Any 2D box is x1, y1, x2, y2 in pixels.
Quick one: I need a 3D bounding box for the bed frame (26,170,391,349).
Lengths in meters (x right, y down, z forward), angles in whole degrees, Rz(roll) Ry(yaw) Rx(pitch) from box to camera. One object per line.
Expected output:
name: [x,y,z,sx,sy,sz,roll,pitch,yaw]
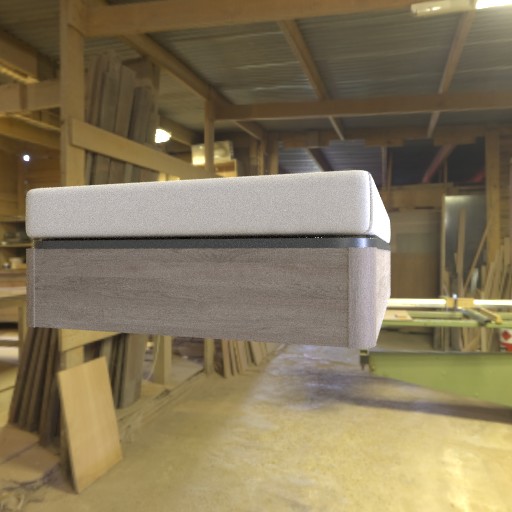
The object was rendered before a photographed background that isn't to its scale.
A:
bed frame: [0.000,0.000,2.477,1.400,0.561,1.900,0,0,18]
